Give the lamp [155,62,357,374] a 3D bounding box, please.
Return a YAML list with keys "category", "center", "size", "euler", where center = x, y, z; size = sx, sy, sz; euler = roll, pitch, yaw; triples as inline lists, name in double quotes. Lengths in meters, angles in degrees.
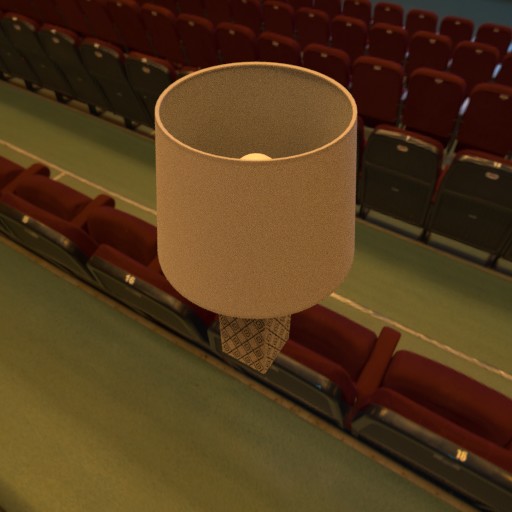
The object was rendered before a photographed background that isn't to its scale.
- category: "lamp"
  center: [0.000, 0.000, 0.596]
  size: [0.251, 0.435, 0.251]
  euler: [0, 46, 0]
